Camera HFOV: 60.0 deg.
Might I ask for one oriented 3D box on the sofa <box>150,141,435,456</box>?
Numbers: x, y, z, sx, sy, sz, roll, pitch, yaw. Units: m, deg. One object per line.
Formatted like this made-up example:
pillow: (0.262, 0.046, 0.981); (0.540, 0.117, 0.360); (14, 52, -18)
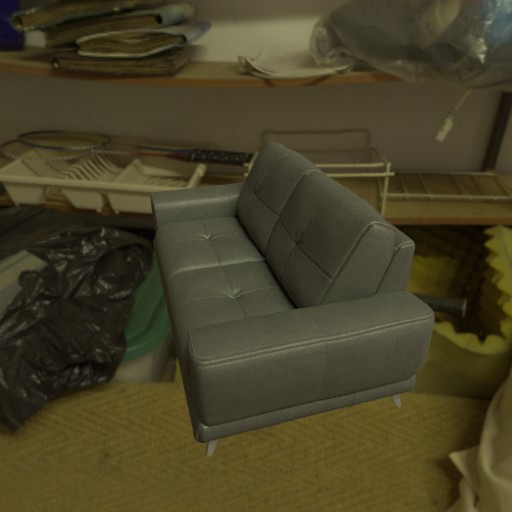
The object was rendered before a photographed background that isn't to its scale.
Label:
sofa: (0.000, 0.000, 2.434); (1.018, 0.907, 1.806); (-8, 30, -15)
